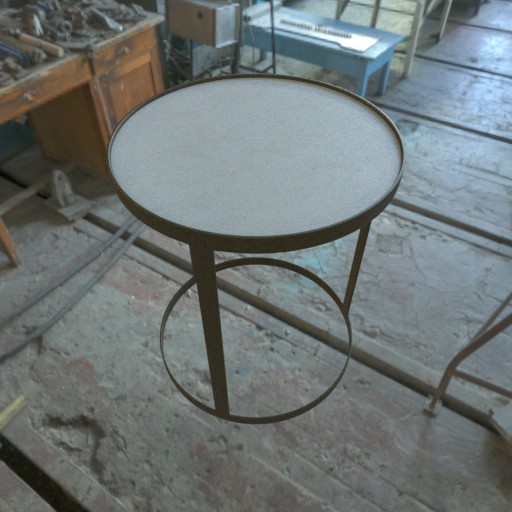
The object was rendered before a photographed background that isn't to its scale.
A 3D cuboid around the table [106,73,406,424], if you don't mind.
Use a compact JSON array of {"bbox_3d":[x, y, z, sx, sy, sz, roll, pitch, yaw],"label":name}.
[{"bbox_3d":[0.000,0.000,0.932,0.480,0.565,0.480,0,46,0],"label":"table"}]
